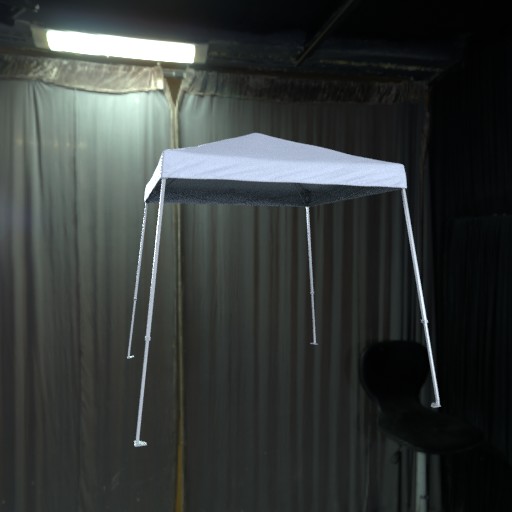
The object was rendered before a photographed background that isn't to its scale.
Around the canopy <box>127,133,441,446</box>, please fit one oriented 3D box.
[{"bbox_3d":[0.000,0.000,6.531,3.600,3.600,3.599,-1,2,-17],"label":"canopy"}]
